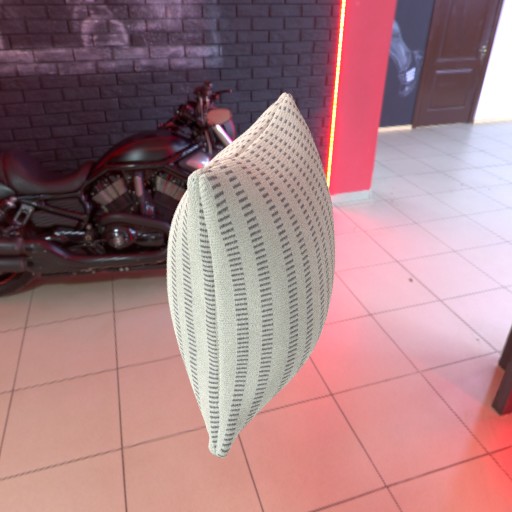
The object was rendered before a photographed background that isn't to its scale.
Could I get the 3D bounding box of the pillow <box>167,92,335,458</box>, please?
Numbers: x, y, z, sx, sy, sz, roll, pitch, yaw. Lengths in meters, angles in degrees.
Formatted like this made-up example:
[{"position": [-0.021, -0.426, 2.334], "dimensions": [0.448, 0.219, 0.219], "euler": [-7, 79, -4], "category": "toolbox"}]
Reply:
[{"position": [0.000, 0.000, 0.697], "dimensions": [0.247, 0.419, 0.438], "euler": [8, 31, 13], "category": "pillow"}]
